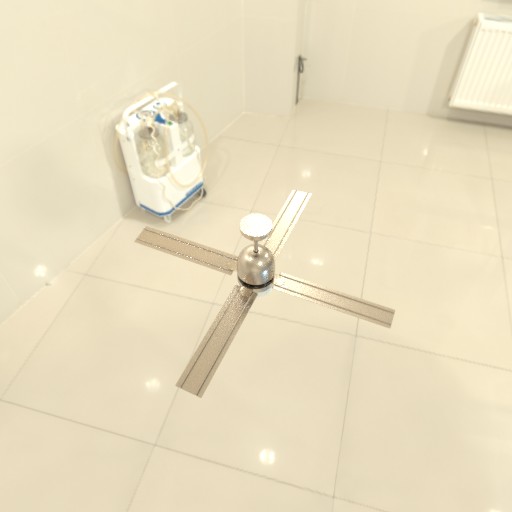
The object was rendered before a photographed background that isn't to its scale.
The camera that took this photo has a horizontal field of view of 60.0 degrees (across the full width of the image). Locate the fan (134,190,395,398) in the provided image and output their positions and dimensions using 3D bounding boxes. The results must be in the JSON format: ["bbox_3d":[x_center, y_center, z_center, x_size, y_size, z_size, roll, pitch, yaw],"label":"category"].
[{"bbox_3d":[0.000,0.000,2.082,1.346,0.406,1.346,17,50,15],"label":"fan"}]
